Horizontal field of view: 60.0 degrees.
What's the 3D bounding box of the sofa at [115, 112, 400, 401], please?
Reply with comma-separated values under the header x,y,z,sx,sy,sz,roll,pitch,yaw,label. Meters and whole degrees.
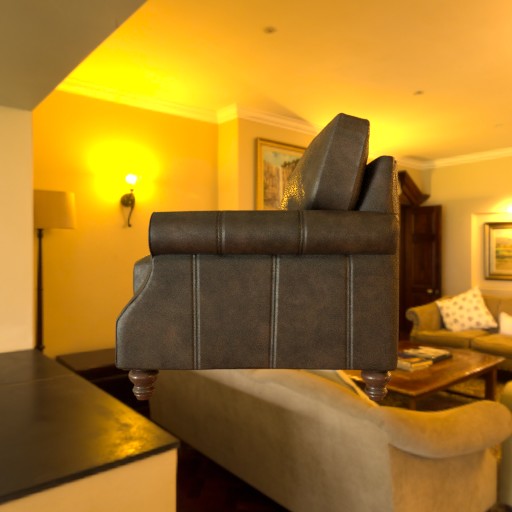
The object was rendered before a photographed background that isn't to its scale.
x,y,z,sx,sy,sz,roll,pitch,yaw,label
0.000,0.000,2.198,0.990,0.976,1.616,0,0,1,sofa
